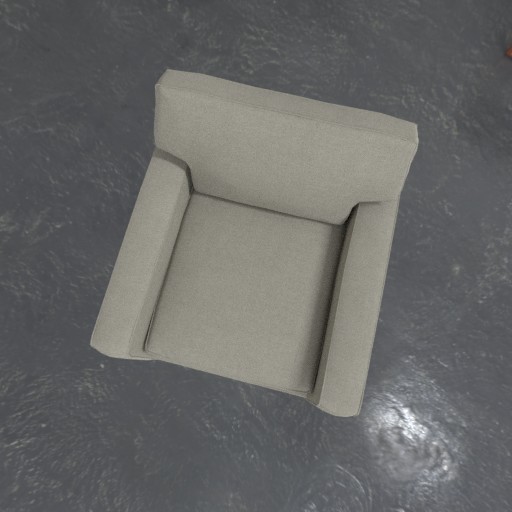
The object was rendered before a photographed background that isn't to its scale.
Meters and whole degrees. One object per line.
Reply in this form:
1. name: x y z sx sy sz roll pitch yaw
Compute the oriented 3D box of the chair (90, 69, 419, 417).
1. chair: 0.000 0.000 1.805 0.999 0.934 1.044 14 76 3
